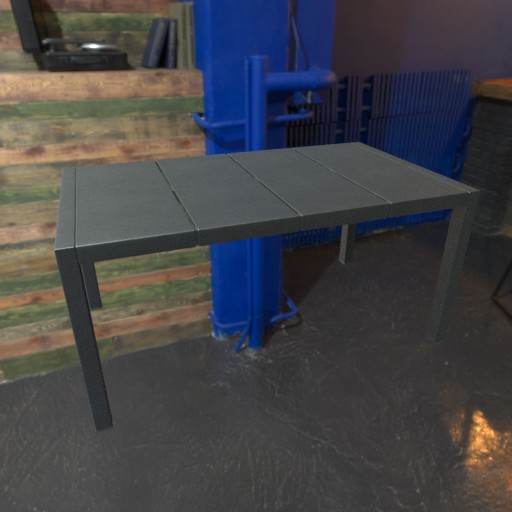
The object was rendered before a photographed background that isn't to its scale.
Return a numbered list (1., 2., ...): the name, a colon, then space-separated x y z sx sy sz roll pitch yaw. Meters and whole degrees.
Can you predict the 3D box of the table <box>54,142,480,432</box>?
1. table: 0.000 0.000 1.271 0.965 0.460 0.559 -9 28 -18
